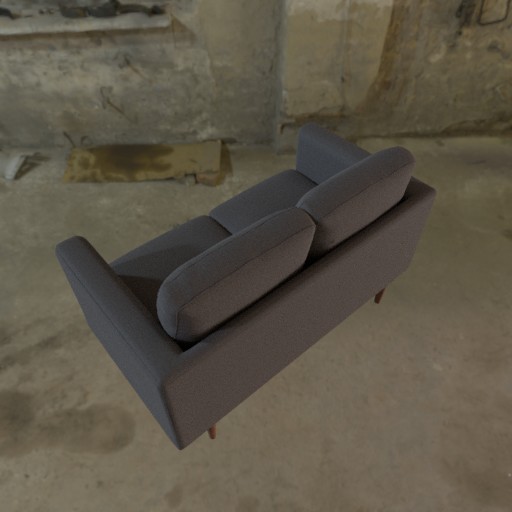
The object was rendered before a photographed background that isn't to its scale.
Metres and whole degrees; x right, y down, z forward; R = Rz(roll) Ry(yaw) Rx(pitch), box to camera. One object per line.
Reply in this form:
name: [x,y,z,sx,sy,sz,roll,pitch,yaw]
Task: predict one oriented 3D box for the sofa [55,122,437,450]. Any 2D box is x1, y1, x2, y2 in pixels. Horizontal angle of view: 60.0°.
sofa: [0.000,0.000,1.988,1.430,0.908,0.796,-32,54,-27]
